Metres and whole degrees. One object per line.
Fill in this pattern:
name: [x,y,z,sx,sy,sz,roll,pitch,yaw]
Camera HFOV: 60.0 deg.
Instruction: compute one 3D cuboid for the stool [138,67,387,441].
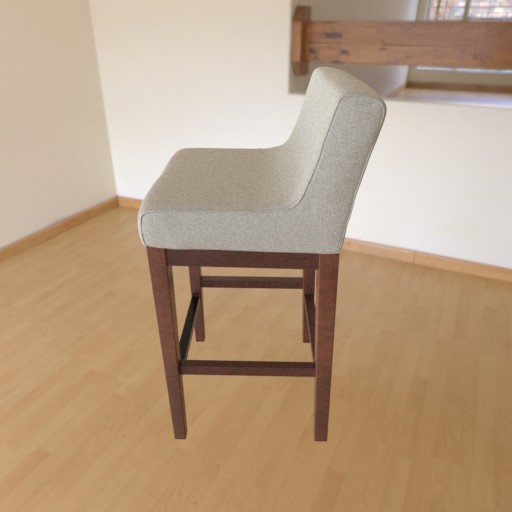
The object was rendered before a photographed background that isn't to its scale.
stool: [0.000,0.000,1.229,0.500,0.937,0.511,1,28,1]
